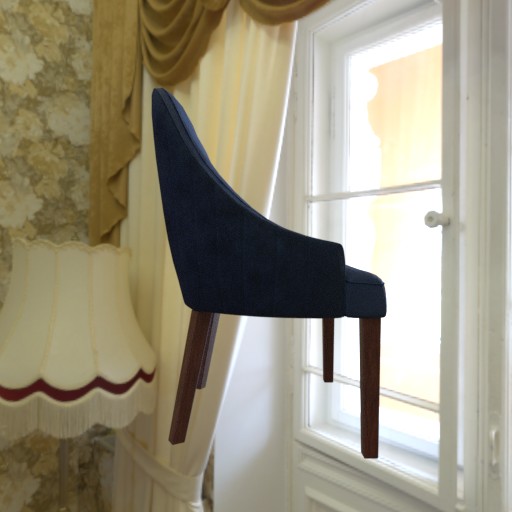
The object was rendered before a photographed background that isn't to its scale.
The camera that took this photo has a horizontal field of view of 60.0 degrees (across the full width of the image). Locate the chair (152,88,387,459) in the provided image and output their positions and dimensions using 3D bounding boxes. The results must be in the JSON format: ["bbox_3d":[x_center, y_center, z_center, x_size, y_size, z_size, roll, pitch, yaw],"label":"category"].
[{"bbox_3d":[0.000,0.000,1.273,0.575,0.889,0.643,0,0,0],"label":"chair"}]
